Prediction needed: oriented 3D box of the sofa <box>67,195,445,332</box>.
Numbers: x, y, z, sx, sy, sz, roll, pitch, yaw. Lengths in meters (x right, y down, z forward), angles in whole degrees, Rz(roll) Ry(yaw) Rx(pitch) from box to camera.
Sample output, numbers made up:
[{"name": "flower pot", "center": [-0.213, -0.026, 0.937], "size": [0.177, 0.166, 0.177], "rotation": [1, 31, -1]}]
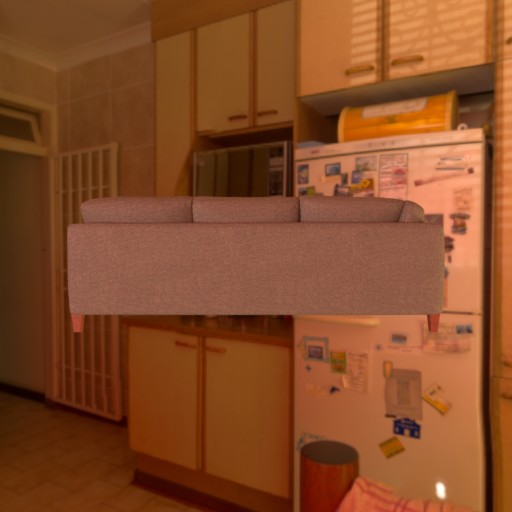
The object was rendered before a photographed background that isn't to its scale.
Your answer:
[{"name": "sofa", "center": [0.000, 0.000, 4.611], "size": [2.593, 0.947, 3.302], "rotation": [0, 2, 0]}]
